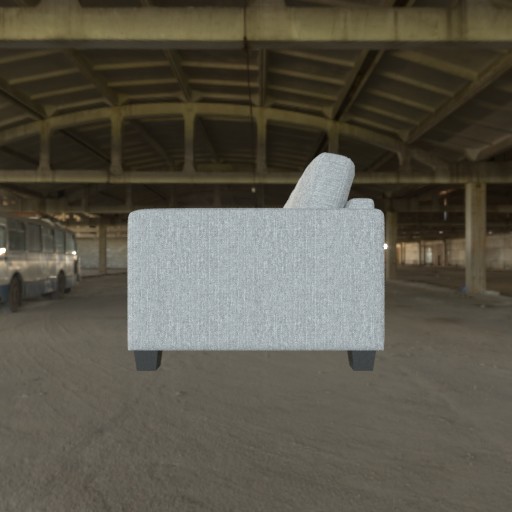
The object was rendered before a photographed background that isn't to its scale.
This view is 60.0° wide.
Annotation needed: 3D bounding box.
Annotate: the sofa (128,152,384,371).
[{"bbox_3d":[0.000,0.000,2.569,0.900,0.800,2.120,0,0,0],"label":"sofa"}]
